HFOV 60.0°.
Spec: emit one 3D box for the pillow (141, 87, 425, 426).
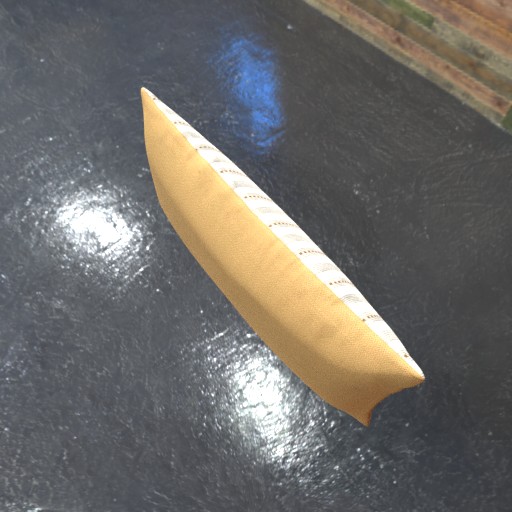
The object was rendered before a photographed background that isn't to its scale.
[{"bbox_3d":[0.000,0.000,0.728,0.151,0.291,0.608,-33,64,-18],"label":"pillow"}]
